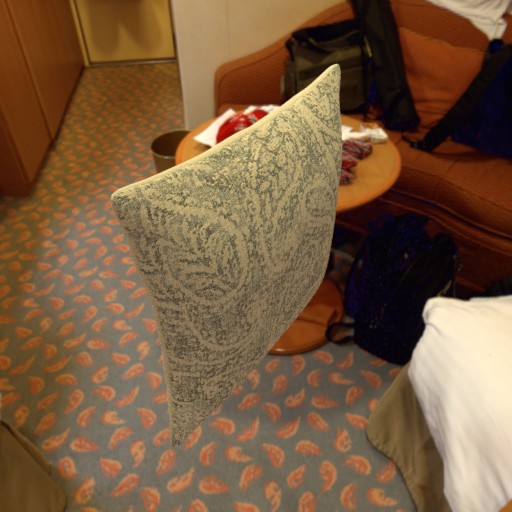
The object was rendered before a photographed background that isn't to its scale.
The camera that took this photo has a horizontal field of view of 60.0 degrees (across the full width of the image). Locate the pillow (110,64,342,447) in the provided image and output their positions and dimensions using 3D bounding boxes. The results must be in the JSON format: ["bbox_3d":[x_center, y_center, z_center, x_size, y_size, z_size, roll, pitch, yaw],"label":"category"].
[{"bbox_3d":[0.000,0.000,0.771,0.166,0.510,0.523,24,46,26],"label":"pillow"}]
